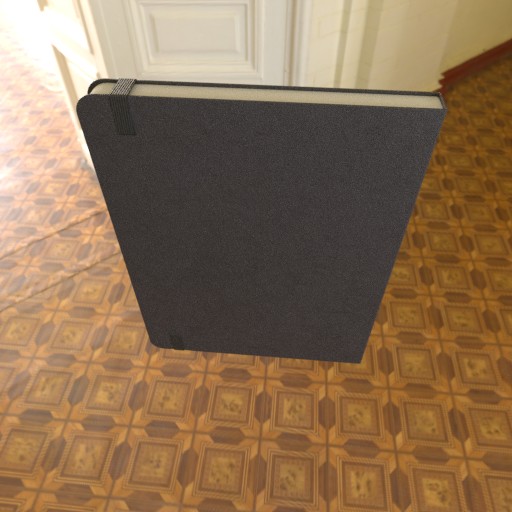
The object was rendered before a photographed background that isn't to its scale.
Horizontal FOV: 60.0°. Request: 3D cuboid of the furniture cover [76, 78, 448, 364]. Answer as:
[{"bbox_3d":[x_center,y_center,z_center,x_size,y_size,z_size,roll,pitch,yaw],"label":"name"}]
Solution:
[{"bbox_3d":[0.000,0.000,0.362,0.216,0.281,0.023,4,47,3],"label":"furniture cover"}]
